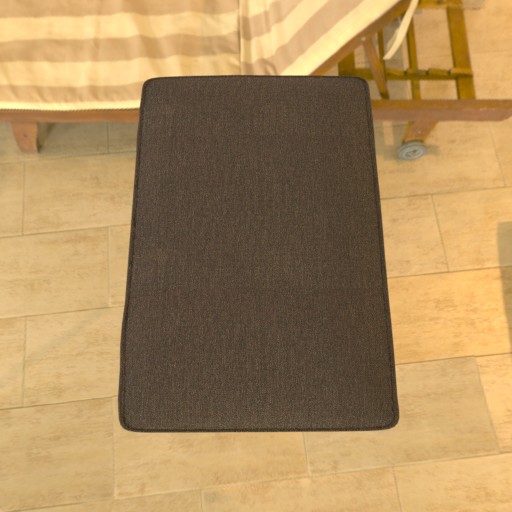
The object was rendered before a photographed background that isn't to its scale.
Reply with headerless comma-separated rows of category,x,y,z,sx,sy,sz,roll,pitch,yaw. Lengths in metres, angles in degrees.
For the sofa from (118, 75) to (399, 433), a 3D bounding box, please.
sofa,0.000,0.000,1.194,0.578,0.457,0.854,0,74,0
